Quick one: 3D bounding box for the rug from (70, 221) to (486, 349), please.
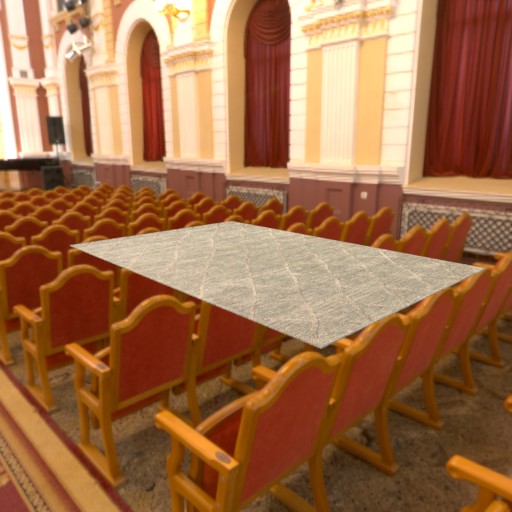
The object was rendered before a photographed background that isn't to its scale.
[{"bbox_3d":[0.000,0.000,2.880,1.521,0.006,2.283,-13,19,-42],"label":"rug"}]
